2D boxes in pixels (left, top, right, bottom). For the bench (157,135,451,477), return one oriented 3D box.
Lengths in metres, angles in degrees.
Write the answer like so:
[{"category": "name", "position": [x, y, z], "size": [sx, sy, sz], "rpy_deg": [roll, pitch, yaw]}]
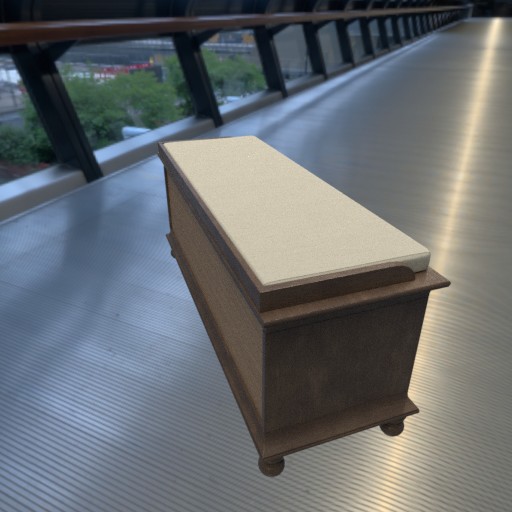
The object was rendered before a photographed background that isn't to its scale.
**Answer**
[{"category": "bench", "position": [0.000, 0.000, 1.412], "size": [0.402, 0.501, 1.185], "rpy_deg": [-10, 30, -17]}]
